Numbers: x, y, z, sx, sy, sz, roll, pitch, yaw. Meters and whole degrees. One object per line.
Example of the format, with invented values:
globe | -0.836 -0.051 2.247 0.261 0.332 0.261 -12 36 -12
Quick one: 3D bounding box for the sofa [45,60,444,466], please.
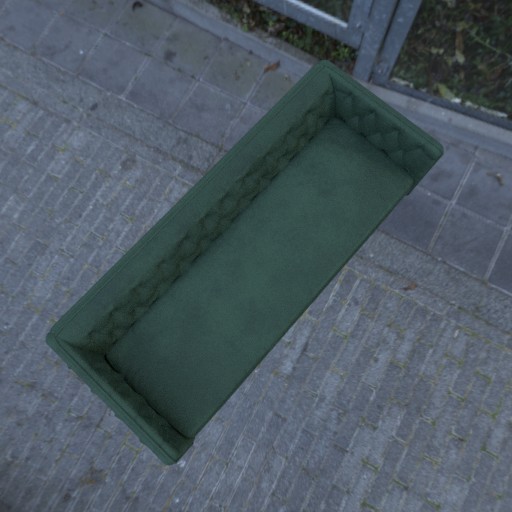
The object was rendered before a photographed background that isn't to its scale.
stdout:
sofa | 0.000 0.000 2.646 0.895 0.771 2.209 41 79 10
